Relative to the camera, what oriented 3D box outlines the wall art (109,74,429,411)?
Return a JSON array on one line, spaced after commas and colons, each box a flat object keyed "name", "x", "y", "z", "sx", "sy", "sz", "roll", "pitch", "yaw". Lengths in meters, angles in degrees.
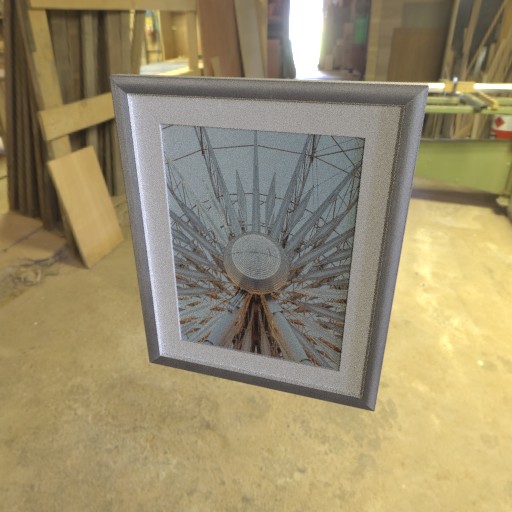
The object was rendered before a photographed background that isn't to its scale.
[{"name": "wall art", "x": 0.000, "y": 0.000, "z": 0.749, "sx": 0.458, "sy": 0.558, "sz": 0.029, "roll": 8, "pitch": 28, "yaw": 15}]
